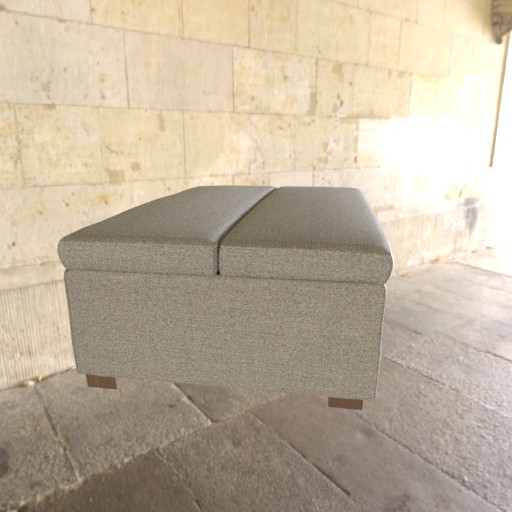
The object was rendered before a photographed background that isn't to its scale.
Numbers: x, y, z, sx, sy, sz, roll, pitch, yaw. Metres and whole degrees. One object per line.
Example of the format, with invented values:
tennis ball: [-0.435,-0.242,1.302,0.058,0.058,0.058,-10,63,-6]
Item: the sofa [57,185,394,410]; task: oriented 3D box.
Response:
sofa: [0.000,0.000,1.635,0.817,0.434,1.250,2,15,9]
